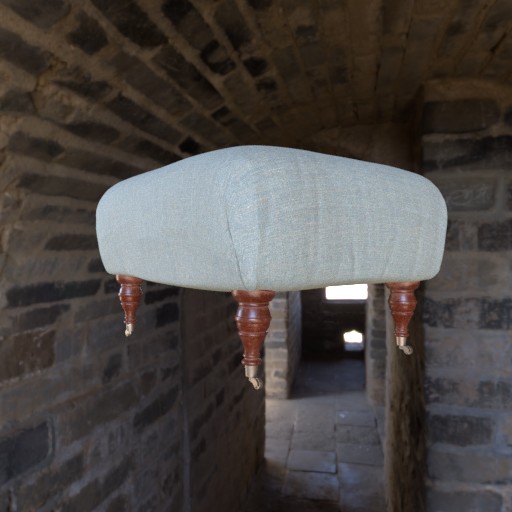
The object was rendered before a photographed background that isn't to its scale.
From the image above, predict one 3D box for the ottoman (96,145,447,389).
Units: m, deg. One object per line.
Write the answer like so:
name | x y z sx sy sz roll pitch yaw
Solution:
ottoman | 0.000 0.000 1.137 0.622 0.450 0.747 0 0 -37
